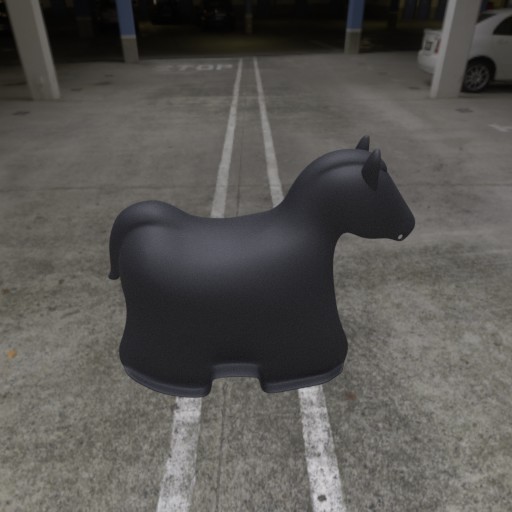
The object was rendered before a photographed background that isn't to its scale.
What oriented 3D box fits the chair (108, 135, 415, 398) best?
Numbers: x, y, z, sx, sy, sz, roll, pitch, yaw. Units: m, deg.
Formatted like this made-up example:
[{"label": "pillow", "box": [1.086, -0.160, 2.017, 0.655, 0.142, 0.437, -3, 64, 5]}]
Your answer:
[{"label": "chair", "box": [0.000, 0.000, 1.176, 0.800, 0.612, 0.429, -1, 32, -1]}]
